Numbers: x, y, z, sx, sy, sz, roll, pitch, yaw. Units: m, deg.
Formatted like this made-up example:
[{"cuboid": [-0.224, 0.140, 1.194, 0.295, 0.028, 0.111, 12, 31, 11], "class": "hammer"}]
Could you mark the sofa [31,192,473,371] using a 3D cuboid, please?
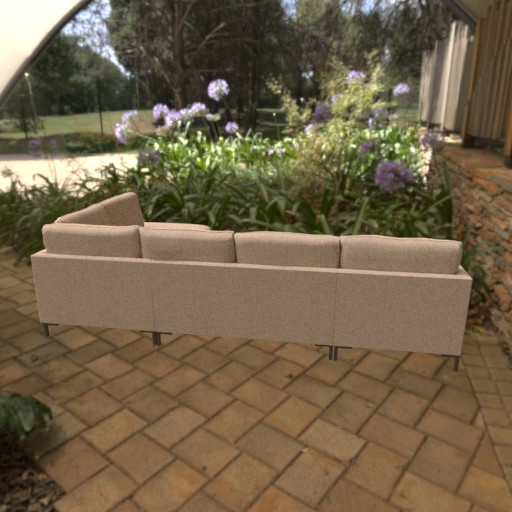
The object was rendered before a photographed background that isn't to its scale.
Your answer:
[{"cuboid": [0.000, 0.000, 4.311, 3.423, 0.996, 2.021, 3, 18, 9], "class": "sofa"}]
